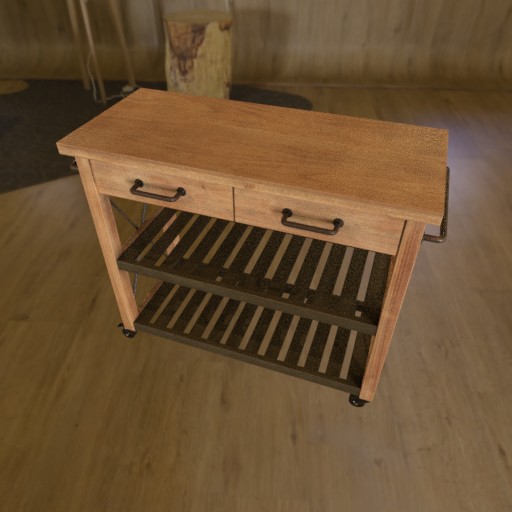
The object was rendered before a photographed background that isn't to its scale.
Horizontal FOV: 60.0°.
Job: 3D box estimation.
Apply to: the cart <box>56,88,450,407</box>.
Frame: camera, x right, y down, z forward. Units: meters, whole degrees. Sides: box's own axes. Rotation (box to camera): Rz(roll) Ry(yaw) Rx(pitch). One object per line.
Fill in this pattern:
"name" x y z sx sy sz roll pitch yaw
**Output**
"cart" 0.000 0.000 0.969 0.686 0.554 0.298 13 42 15
